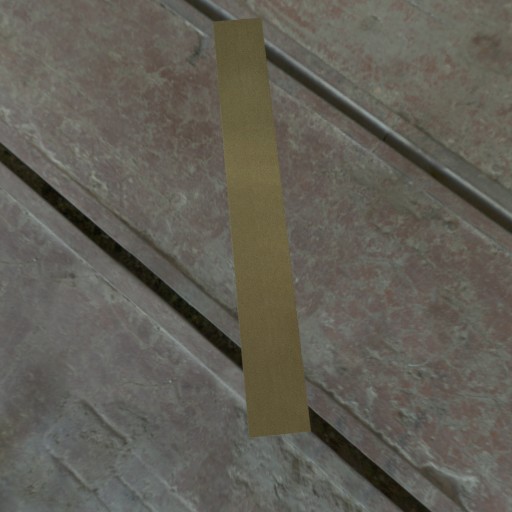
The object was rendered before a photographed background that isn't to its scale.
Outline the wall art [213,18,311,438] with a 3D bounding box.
[{"bbox_3d":[0.000,0.000,0.456,0.038,0.305,0.304,-5,76,-1],"label":"wall art"}]
